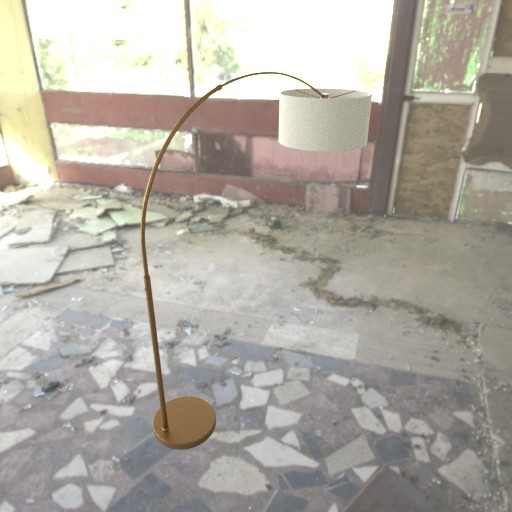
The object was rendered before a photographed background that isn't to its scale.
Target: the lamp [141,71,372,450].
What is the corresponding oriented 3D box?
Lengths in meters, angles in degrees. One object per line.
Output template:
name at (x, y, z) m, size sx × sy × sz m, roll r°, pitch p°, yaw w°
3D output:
lamp at (0.000, 0.000, 2.511) m, size 1.434 × 1.927 × 0.493 m, roll -19°, pitch 32°, yaw -33°
